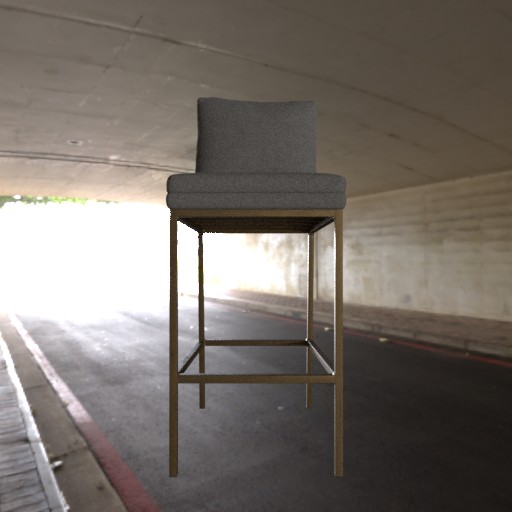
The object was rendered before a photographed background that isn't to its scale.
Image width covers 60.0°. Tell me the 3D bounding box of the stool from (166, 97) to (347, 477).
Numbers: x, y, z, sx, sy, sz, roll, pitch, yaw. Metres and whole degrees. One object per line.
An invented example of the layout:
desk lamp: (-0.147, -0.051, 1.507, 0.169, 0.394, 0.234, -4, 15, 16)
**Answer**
stool: (0.000, 0.000, 1.400, 0.463, 1.130, 0.569, 0, 0, 0)
